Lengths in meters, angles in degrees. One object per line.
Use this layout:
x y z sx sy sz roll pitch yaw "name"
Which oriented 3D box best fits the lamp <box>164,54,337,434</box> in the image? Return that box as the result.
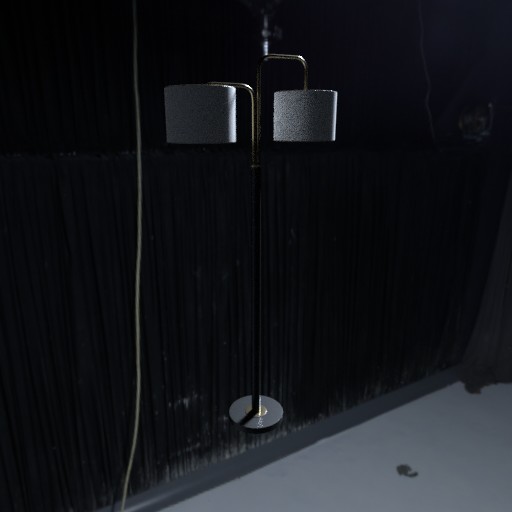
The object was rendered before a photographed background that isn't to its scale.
0.000 0.000 1.882 0.711 1.587 0.254 -9 18 -27 "lamp"
